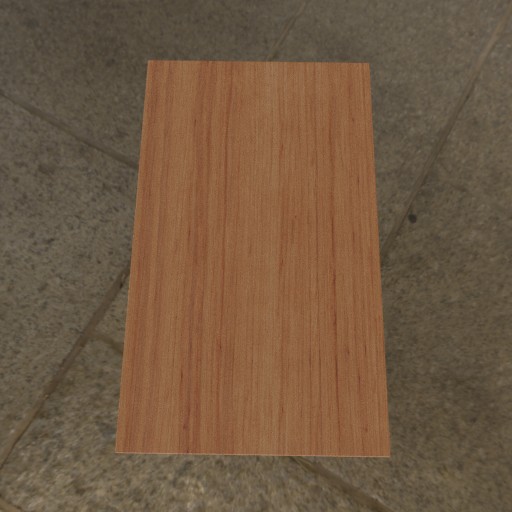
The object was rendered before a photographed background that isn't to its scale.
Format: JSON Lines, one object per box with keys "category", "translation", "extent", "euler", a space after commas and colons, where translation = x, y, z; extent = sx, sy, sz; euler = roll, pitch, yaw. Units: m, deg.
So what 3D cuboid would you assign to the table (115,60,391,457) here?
{"category": "table", "translation": [0.000, 0.000, 1.476], "extent": [0.695, 0.457, 1.146], "euler": [1, 76, 0]}
